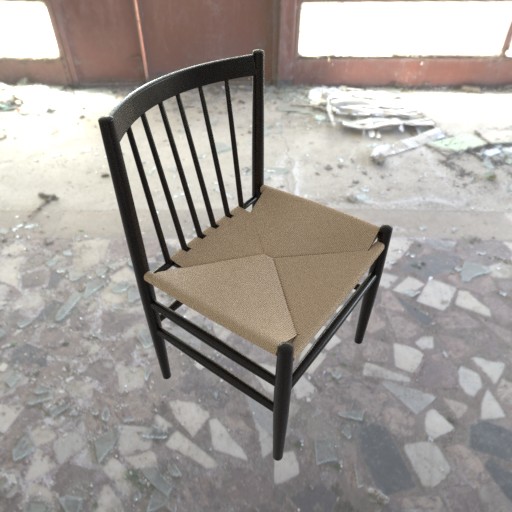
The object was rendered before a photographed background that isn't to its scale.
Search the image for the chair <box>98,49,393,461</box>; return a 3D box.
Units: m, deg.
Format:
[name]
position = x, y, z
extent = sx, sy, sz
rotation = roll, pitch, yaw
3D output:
[chair]
position = 0.000, 0.000, 1.124
extent = 0.516, 0.818, 0.495
rotation = 26, 48, 26
